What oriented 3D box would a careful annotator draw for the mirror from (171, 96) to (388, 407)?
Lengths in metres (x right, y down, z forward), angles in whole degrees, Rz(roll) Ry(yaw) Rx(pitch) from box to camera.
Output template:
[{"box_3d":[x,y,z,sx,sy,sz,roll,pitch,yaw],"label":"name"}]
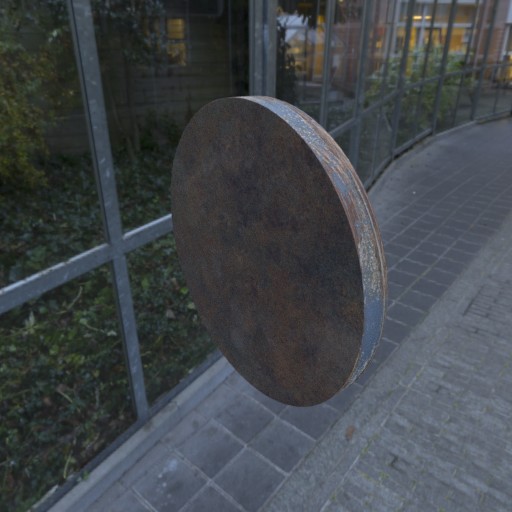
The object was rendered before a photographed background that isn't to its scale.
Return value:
[{"box_3d":[0.000,0.000,0.860,0.061,0.585,0.585,-18,31,-33],"label":"mirror"}]
